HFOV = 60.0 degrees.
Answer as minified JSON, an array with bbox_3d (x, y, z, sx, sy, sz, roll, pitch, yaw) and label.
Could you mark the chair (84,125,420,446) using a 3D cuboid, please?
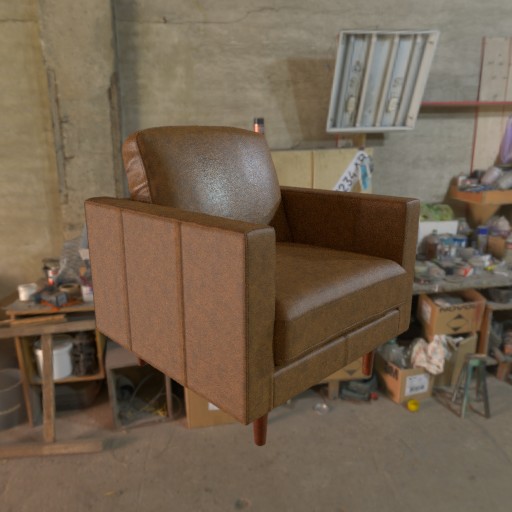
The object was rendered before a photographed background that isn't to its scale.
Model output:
[{"bbox_3d":[0.000,0.000,1.665,0.890,0.956,0.909,-14,20,-43],"label":"chair"}]
